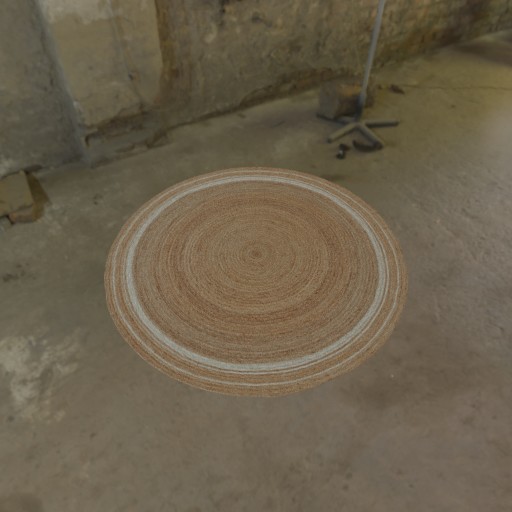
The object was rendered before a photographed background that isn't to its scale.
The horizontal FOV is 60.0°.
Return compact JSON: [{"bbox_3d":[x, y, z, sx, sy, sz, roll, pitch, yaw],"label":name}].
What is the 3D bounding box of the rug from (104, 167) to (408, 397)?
[{"bbox_3d":[0.000,0.000,3.667,2.444,0.015,2.444,0,47,0],"label":"rug"}]
